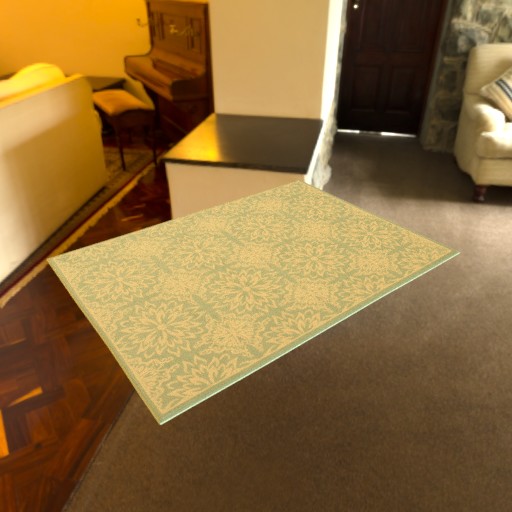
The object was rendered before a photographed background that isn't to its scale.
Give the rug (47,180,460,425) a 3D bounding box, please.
[{"bbox_3d":[0.000,0.000,2.908,2.205,0.014,1.589,-22,38,-31],"label":"rug"}]
